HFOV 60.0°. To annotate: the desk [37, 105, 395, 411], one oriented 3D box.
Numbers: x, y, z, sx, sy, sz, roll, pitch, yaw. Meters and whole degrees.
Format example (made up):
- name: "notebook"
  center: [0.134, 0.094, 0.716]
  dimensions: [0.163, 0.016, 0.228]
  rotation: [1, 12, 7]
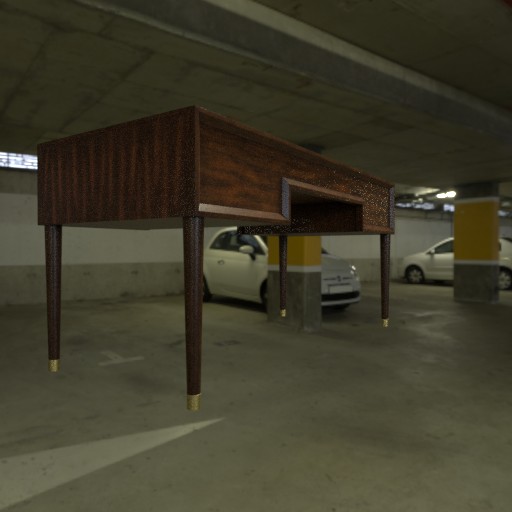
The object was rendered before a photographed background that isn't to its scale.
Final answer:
- name: "desk"
  center: [0.000, 0.000, 1.941]
  dimensions: [0.724, 0.762, 1.575]
  rotation: [1, 1, 35]
